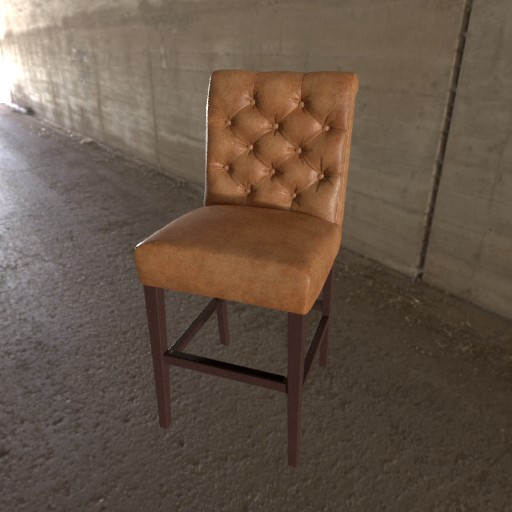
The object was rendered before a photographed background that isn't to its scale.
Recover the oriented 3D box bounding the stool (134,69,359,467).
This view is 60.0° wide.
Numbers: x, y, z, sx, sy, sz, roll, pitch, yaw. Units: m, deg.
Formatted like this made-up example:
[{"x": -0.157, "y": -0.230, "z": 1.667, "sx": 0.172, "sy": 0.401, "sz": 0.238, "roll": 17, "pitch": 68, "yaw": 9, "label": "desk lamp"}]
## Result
[{"x": 0.000, "y": 0.000, "z": 1.380, "sx": 0.493, "sy": 1.047, "sz": 0.601, "roll": 9, "pitch": 27, "yaw": 18, "label": "stool"}]
